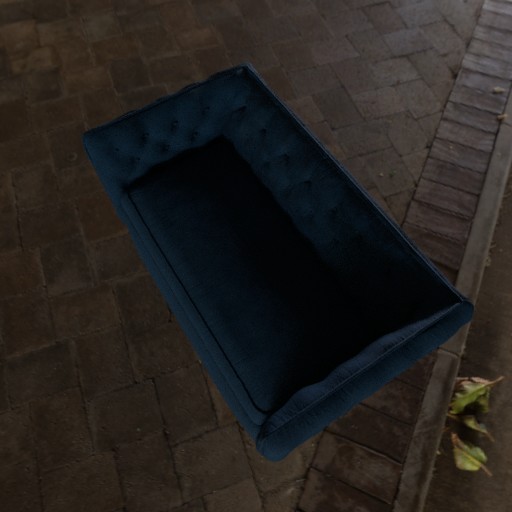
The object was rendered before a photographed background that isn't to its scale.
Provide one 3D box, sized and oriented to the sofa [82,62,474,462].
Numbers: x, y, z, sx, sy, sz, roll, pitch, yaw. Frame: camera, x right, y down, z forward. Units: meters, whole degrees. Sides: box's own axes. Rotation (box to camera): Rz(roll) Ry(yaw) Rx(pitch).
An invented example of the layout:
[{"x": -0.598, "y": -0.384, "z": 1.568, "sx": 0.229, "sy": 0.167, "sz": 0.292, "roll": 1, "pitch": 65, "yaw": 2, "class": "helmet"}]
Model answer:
[{"x": 0.000, "y": 0.000, "z": 2.092, "sx": 0.909, "sy": 0.810, "sz": 1.583, "roll": -30, "pitch": 67, "yaw": -14, "class": "sofa"}]
